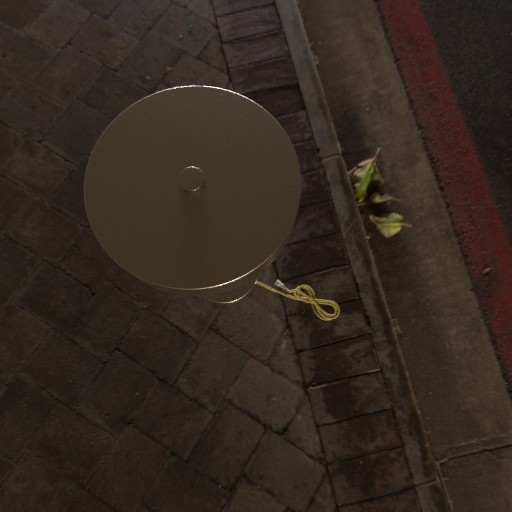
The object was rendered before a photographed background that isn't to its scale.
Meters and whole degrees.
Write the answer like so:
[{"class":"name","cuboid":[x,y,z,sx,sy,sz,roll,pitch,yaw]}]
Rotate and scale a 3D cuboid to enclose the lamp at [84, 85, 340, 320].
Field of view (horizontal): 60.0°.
[{"class":"lamp","cuboid":[0.000,0.000,0.699,0.369,0.508,0.229,19,78,4]}]
